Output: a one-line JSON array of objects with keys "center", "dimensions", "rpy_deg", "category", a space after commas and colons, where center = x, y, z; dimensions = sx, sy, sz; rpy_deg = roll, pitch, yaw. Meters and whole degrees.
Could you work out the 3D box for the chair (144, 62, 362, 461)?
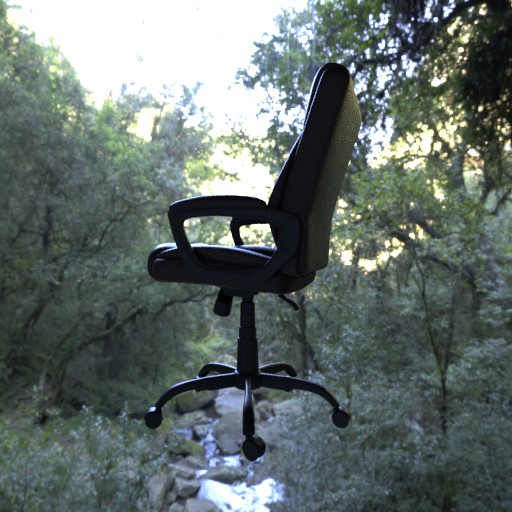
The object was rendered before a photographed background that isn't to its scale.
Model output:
[{"center": [0.000, 0.000, 1.469], "dimensions": [0.655, 1.072, 0.615], "rpy_deg": [0, 1, 17], "category": "chair"}]
